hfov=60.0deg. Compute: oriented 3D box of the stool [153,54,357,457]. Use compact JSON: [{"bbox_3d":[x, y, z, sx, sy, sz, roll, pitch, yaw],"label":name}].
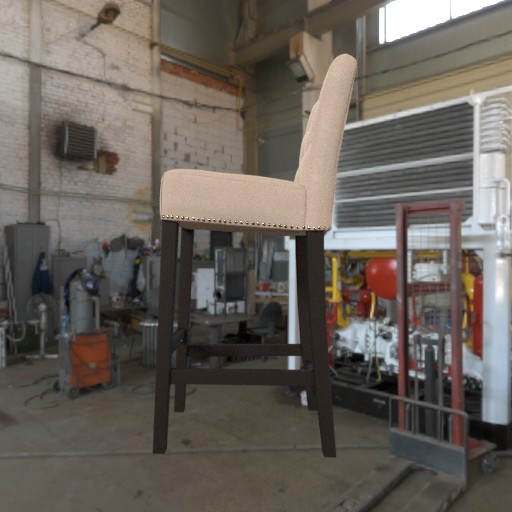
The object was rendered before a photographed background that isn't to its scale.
[{"bbox_3d":[0.000,0.000,1.335,0.548,1.047,0.411,0,0,0],"label":"stool"}]
